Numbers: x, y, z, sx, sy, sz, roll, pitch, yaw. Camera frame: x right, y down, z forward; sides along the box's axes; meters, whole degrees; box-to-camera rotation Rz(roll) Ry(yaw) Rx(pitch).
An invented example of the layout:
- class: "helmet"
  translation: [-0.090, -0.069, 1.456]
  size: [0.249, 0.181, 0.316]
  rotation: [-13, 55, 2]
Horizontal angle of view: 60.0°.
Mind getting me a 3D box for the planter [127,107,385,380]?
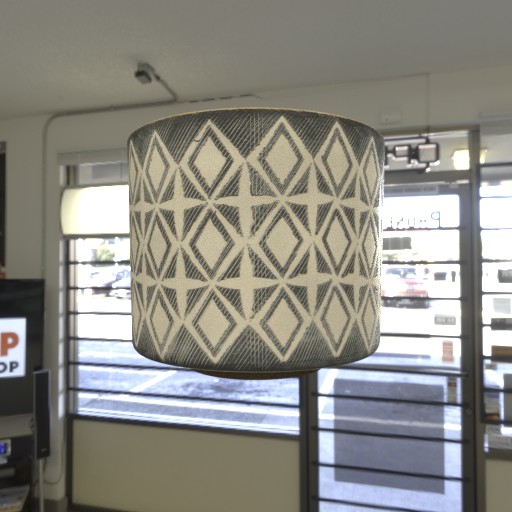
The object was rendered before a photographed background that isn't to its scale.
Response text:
- class: "planter"
  translation: [0.000, 0.000, 0.343]
  size: [0.192, 0.165, 0.192]
  rotation: [0, -1, 0]
